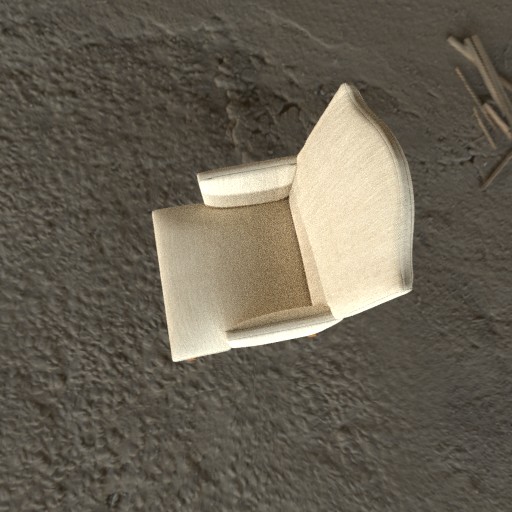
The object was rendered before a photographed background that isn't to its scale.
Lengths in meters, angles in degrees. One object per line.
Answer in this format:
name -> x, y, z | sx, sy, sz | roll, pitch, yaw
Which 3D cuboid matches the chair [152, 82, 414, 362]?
chair -> 0.000, 0.000, 1.376 | 0.641, 1.016, 0.533 | -11, 75, -3
